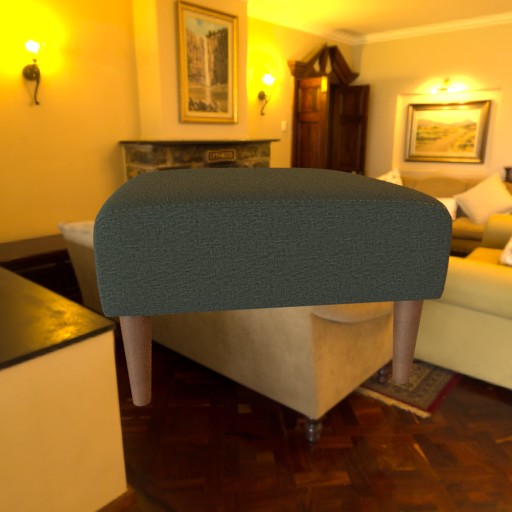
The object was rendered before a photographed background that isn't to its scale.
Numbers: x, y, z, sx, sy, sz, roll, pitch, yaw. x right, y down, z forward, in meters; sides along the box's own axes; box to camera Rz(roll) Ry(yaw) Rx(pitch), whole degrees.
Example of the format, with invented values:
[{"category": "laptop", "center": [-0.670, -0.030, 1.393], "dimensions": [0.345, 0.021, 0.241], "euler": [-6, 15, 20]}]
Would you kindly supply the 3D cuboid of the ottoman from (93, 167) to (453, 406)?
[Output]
[{"category": "ottoman", "center": [0.000, 0.000, 1.082], "dimensions": [0.649, 0.398, 0.650], "euler": [-2, 15, -8]}]
